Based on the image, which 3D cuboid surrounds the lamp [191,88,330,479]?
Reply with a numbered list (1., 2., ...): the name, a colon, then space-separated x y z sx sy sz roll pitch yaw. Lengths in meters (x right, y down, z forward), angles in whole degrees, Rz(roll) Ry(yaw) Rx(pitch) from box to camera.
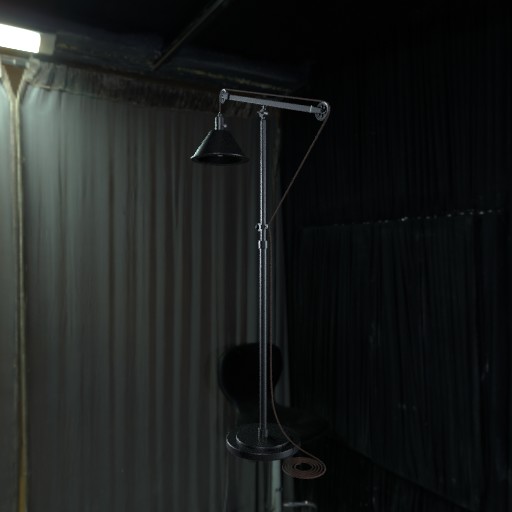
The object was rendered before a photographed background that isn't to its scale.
1. lamp: 0.000 0.000 1.953 0.319 1.626 0.904 -1 1 -35
